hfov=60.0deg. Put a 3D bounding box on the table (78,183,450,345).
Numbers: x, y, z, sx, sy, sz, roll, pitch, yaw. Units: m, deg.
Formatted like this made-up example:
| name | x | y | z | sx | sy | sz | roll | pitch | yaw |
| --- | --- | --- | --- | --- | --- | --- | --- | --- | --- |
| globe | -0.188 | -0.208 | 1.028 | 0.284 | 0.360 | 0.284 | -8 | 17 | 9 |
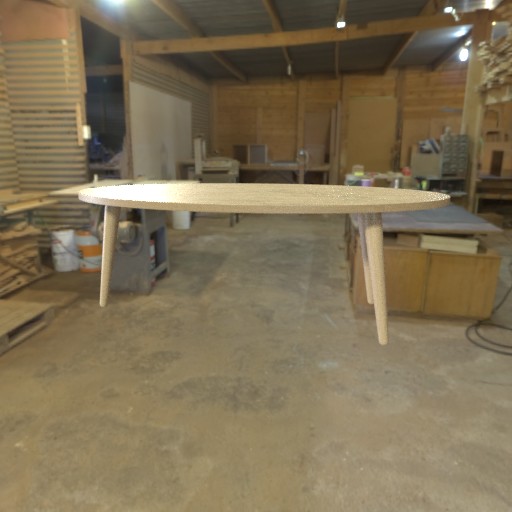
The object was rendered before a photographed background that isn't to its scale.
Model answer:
| name | x | y | z | sx | sy | sz | roll | pitch | yaw |
| --- | --- | --- | --- | --- | --- | --- | --- | --- | --- |
| table | 0.000 | 0.000 | 1.357 | 1.083 | 0.390 | 0.542 | 2 | 15 | 8 |
